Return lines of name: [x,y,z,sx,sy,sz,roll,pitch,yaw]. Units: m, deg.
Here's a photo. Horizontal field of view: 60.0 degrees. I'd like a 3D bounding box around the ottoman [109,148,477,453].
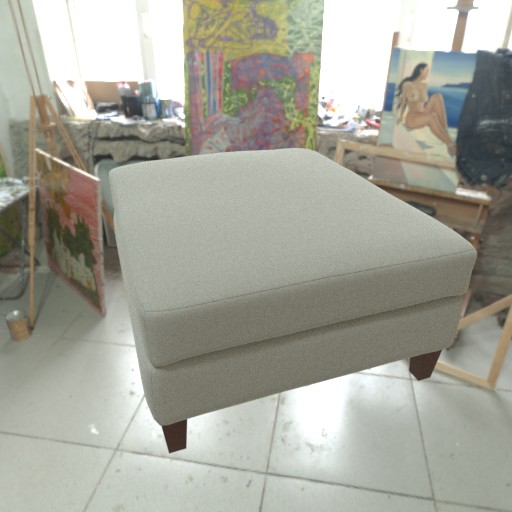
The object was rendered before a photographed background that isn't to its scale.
ottoman: [0.000,0.000,1.437,0.836,0.492,0.976,-10,30,-17]
